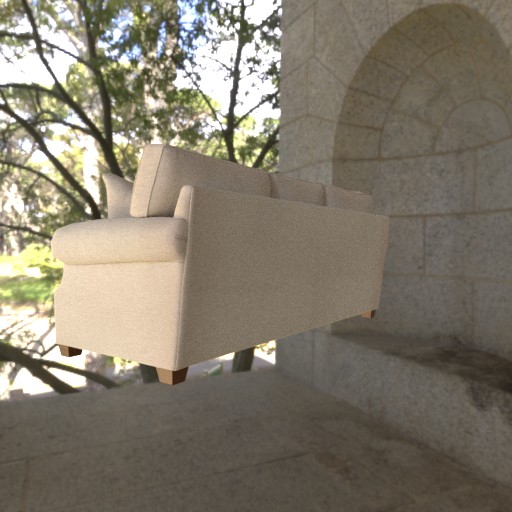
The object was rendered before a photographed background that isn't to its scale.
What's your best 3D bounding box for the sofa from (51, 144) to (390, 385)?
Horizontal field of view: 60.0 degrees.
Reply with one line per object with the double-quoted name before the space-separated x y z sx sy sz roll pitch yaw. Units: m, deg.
"sofa" 0.000 0.000 2.793 0.965 0.975 2.312 1 1 36
